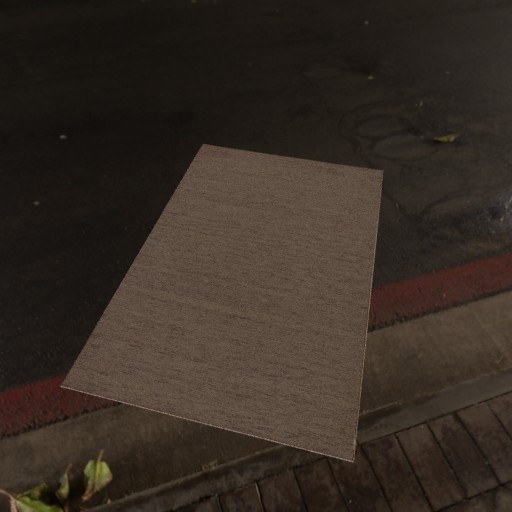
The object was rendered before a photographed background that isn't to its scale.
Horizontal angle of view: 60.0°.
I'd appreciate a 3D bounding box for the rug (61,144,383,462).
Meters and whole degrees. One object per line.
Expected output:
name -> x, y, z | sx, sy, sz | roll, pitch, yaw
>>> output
rug -> 0.000, 0.000, 2.360 | 1.225, 0.013, 1.840 | 11, 49, 10
